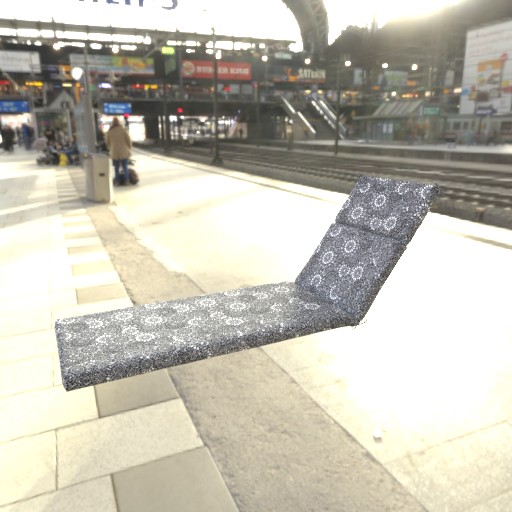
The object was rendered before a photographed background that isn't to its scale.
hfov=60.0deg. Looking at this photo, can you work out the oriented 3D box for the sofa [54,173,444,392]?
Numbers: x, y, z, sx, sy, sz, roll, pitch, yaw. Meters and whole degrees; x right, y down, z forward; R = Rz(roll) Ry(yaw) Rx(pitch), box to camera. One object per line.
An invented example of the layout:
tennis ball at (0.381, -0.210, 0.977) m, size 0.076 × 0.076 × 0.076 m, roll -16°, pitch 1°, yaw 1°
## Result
sofa at (0.000, 0.000, 1.947) m, size 1.663 × 0.622 × 0.582 m, roll -8°, pitch 18°, yaw -25°
